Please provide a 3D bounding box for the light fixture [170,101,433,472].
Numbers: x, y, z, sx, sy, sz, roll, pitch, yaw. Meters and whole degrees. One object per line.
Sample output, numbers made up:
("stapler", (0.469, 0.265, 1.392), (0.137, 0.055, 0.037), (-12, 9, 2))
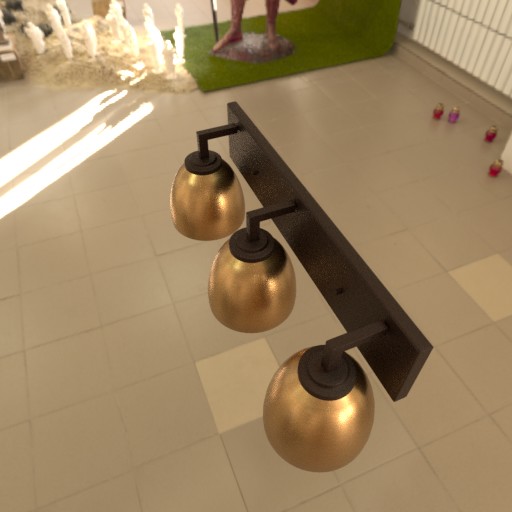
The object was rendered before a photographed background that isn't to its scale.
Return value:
("light fixture", (0.000, 0.000, 0.666), (0.157, 0.204, 0.582), (-17, 49, -16))
